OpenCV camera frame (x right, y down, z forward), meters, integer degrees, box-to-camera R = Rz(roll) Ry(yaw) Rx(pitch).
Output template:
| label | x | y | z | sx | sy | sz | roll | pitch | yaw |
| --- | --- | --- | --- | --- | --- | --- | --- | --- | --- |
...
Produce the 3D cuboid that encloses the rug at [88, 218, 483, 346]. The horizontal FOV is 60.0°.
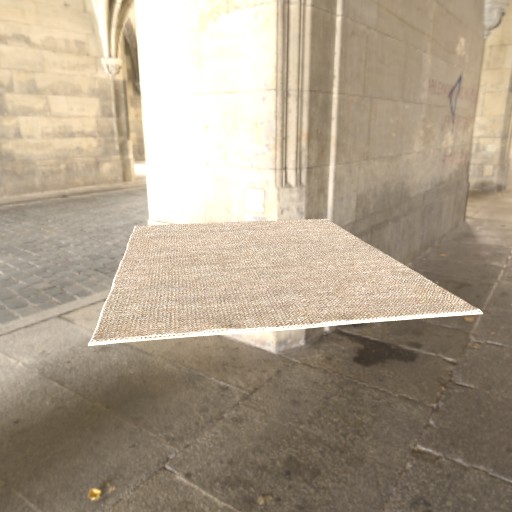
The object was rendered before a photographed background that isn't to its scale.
| label | x | y | z | sx | sy | sz | roll | pitch | yaw |
| --- | --- | --- | --- | --- | --- | --- | --- | --- | --- |
| rug | 0.000 | 0.000 | 4.082 | 2.429 | 0.030 | 3.052 | -3 | 17 | -10 |
